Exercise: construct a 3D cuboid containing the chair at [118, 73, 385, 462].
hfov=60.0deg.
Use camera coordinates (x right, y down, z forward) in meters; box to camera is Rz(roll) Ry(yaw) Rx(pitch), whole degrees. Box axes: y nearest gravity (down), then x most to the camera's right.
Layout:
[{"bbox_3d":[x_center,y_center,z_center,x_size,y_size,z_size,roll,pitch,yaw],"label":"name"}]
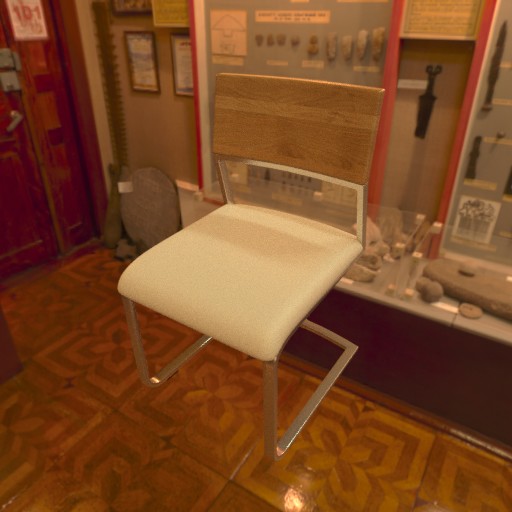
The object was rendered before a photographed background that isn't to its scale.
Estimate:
[{"bbox_3d":[0.000,0.000,1.186,0.467,0.844,0.585,19,35,29],"label":"chair"}]
